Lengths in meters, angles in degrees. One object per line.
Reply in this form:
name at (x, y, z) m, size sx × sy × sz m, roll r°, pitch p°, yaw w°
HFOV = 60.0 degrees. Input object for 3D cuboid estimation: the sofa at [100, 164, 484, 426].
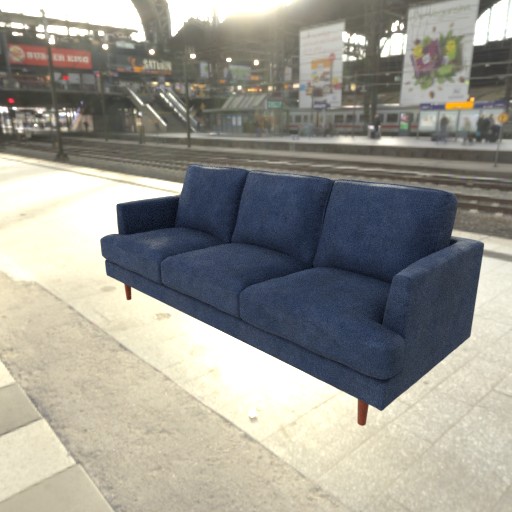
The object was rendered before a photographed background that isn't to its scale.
sofa at (0.000, 0.000, 2.621) m, size 0.903 × 0.930 × 2.246 m, roll -16°, pitch 23°, yaw -42°
